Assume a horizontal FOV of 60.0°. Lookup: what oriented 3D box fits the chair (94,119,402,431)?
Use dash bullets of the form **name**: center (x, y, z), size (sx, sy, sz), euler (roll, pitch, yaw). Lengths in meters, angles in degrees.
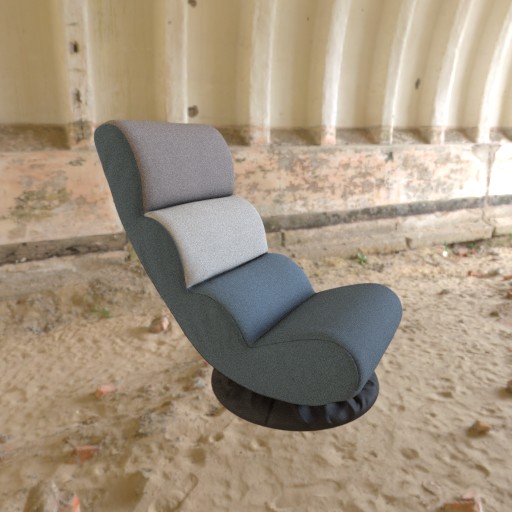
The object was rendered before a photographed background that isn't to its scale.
- **chair**: center (0.000, 0.000, 1.086), size (0.661, 0.641, 0.420), euler (8, 17, 28)
